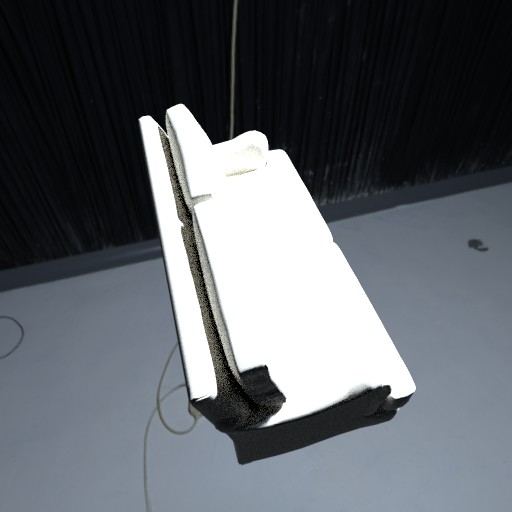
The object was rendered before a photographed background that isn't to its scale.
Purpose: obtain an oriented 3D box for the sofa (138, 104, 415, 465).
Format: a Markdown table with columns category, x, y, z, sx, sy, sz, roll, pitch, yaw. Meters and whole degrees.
| category | x | y | z | sx | sy | sz | roll | pitch | yaw |
| --- | --- | --- | --- | --- | --- | --- | --- | --- | --- |
| sofa | 0.000 | 0.000 | 2.729 | 1.086 | 1.087 | 2.159 | -11 | 48 | -10 |
